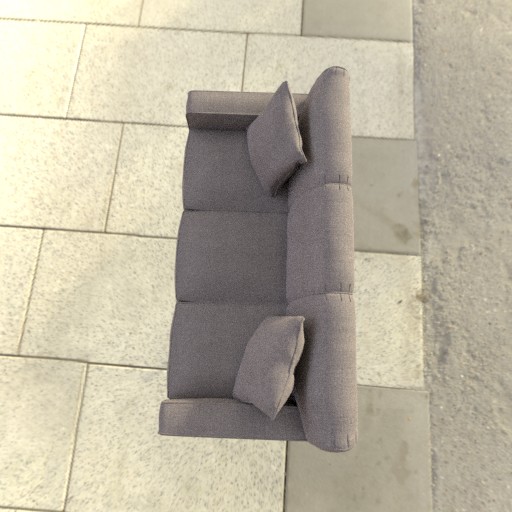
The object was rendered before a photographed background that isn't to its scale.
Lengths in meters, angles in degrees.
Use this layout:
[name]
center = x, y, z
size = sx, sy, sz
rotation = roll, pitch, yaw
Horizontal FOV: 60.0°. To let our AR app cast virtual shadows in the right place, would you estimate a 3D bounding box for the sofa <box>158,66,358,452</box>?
[sofa]
center = 0.000, 0.000, 2.635
size = 0.997, 0.958, 2.024
rotation = 2, 75, 1
